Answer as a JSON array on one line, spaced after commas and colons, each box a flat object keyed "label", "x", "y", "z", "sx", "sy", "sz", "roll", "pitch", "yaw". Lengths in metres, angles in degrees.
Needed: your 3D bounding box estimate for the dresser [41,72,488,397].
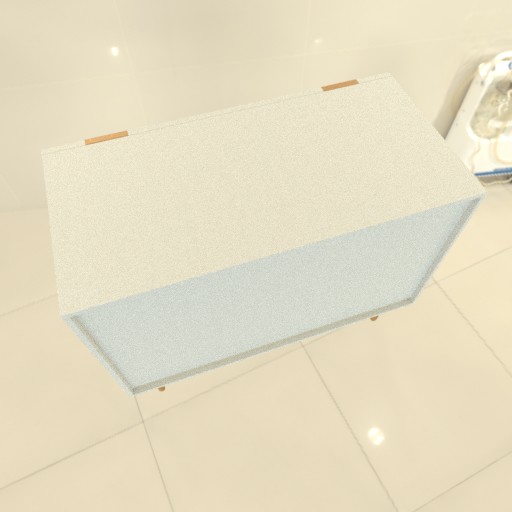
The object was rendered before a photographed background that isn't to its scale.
[{"label": "dresser", "x": 0.000, "y": 0.000, "z": 1.300, "sx": 0.905, "sy": 0.721, "sz": 0.457, "roll": -16, "pitch": 59, "yaw": -10}]
